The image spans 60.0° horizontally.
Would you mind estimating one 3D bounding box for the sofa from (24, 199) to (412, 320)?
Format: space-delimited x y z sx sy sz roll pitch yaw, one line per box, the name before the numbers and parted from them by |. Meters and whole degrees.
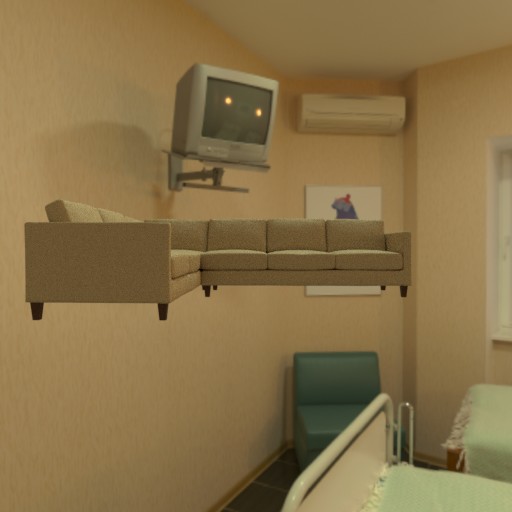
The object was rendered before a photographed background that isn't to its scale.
sofa | 0.000 0.000 4.242 3.182 0.863 2.432 0 1 1
